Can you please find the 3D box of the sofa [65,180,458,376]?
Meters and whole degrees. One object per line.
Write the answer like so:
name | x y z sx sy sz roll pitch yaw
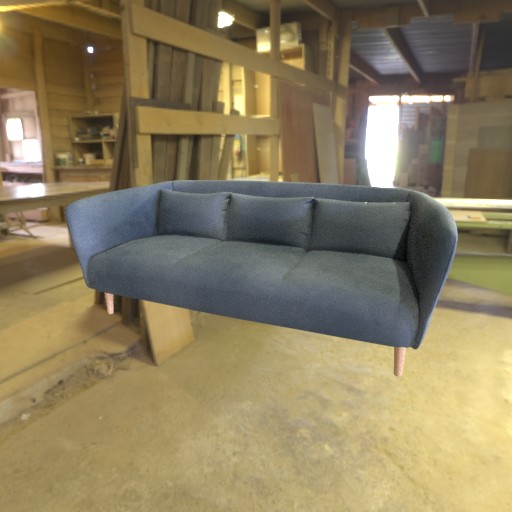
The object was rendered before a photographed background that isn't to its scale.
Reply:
sofa | 0.000 0.000 2.534 2.095 0.795 0.849 7 15 26
